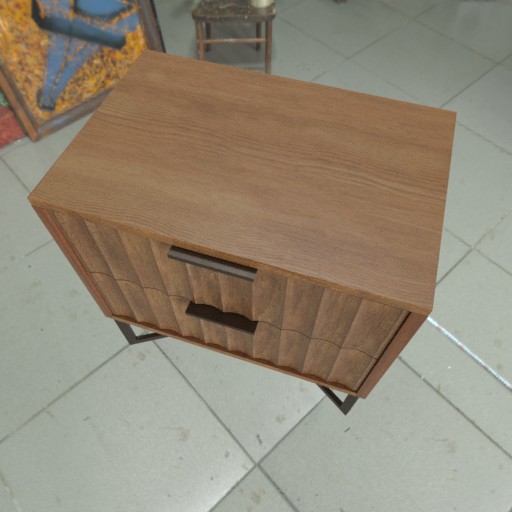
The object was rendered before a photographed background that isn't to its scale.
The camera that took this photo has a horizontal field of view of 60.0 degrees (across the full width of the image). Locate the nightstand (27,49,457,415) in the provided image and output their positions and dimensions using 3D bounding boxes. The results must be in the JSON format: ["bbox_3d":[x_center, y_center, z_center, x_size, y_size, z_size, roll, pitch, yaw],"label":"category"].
[{"bbox_3d":[0.000,0.000,0.988,0.613,0.615,0.427,15,59,10],"label":"nightstand"}]
